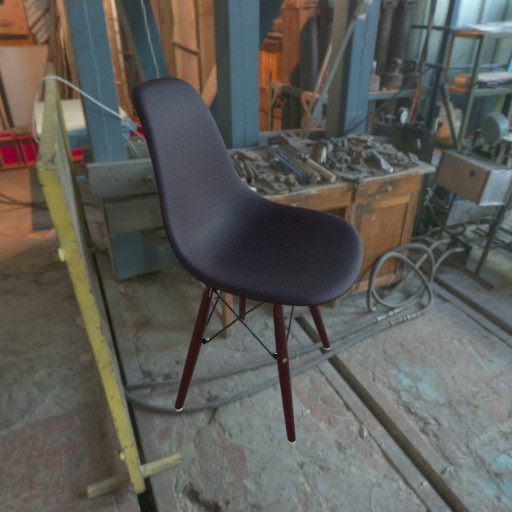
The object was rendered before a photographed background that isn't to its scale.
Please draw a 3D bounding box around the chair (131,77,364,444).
[{"bbox_3d":[0.000,0.000,1.146,0.533,0.826,0.470,11,32,18],"label":"chair"}]
